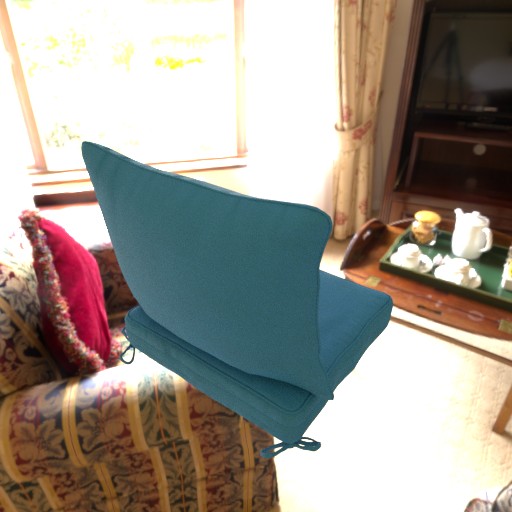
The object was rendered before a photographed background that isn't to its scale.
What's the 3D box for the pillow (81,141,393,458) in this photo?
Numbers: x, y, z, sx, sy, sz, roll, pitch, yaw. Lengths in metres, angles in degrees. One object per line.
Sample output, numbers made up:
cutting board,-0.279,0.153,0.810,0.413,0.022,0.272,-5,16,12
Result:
pillow,0.000,0.000,1.372,0.798,0.725,0.733,21,37,31
